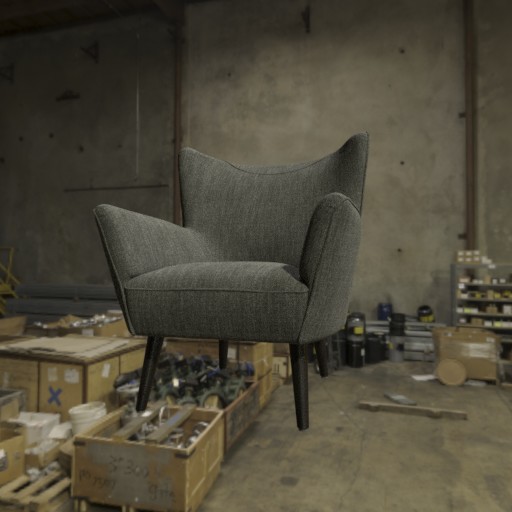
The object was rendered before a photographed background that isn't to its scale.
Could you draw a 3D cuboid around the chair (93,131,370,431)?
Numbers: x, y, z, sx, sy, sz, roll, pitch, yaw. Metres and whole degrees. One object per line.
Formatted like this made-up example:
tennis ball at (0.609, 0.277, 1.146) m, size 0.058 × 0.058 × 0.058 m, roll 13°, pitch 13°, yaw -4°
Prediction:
chair at (0.000, 0.000, 1.593) m, size 0.781 × 0.933 × 0.888 m, roll 0°, pitch -1°, yaw 18°
